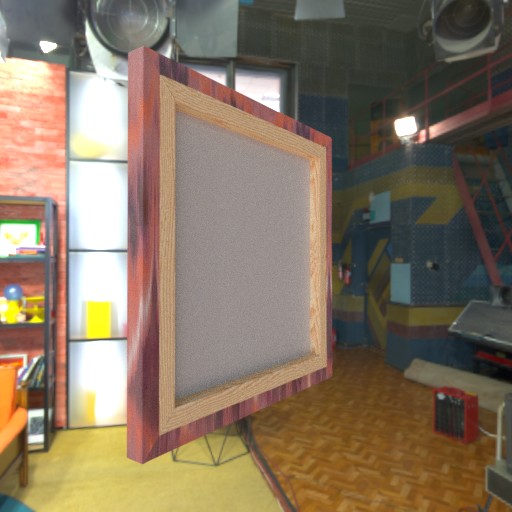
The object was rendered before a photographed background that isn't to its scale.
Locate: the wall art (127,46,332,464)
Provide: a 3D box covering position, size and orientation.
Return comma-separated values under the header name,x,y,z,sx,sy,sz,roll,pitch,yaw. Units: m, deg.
name,x,y,z,sx,sy,sz,roll,pitch,yaw
wall art,0.000,0.000,0.896,0.037,0.609,0.603,0,-1,36
